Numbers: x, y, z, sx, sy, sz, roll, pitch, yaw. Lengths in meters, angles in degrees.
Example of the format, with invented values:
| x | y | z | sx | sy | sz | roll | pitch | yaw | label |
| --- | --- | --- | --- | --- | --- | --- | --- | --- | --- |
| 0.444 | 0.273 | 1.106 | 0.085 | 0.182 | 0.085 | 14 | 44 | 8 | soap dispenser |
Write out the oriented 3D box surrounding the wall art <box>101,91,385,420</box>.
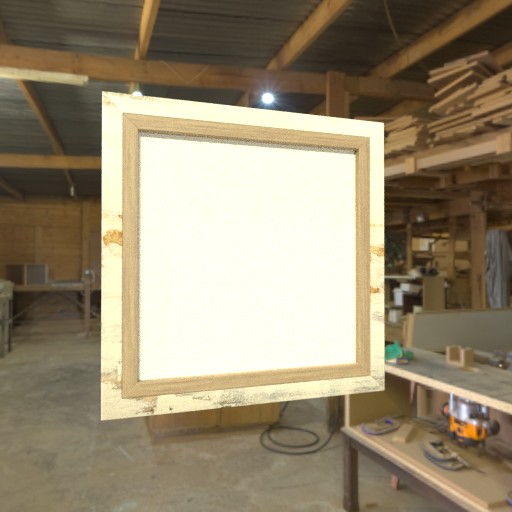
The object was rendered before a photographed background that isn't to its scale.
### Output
| x | y | z | sx | sy | sz | roll | pitch | yaw | label |
| --- | --- | --- | --- | --- | --- | --- | --- | --- | --- |
| 0.000 | 0.000 | 1.545 | 1.015 | 1.018 | 0.040 | 0 | -1 | -18 | wall art |
